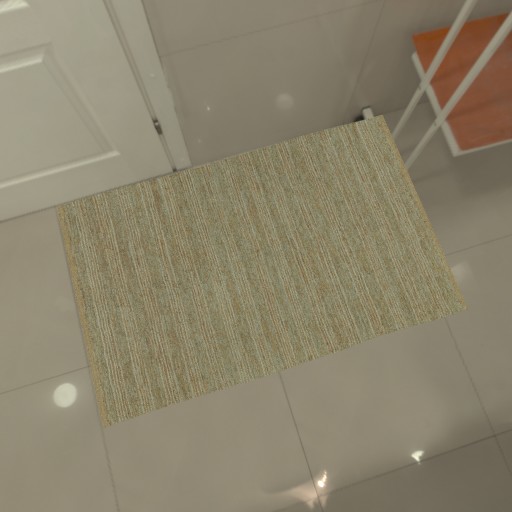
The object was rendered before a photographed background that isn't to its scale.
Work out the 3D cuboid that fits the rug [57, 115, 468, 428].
[{"bbox_3d":[0.000,0.000,3.015,2.448,0.012,1.540,-17,75,-5],"label":"rug"}]
